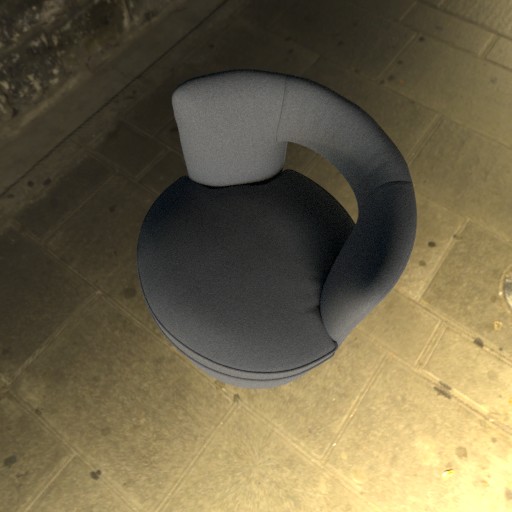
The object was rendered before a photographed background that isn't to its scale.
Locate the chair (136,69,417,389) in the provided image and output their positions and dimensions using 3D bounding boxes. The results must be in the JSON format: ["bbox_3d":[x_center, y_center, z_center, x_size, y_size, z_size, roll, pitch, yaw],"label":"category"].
[{"bbox_3d":[0.000,0.000,1.251,0.660,0.719,0.689,-36,70,-16],"label":"chair"}]
